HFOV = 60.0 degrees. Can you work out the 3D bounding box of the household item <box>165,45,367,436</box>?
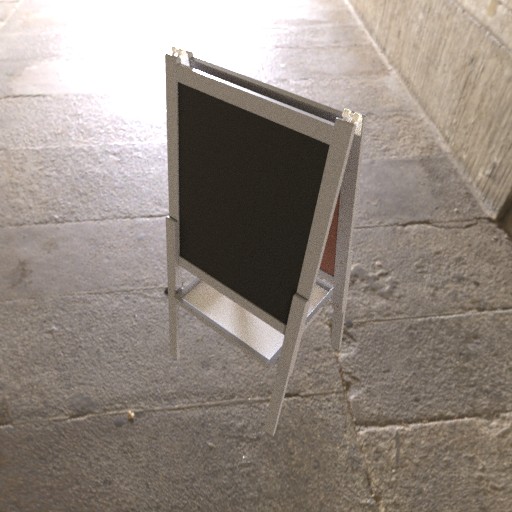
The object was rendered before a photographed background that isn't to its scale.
[{"bbox_3d":[0.000,0.000,1.413,0.531,1.172,0.469,31,54,25],"label":"household item"}]
